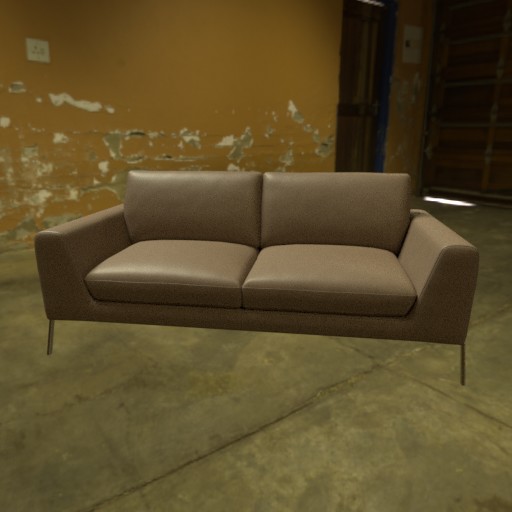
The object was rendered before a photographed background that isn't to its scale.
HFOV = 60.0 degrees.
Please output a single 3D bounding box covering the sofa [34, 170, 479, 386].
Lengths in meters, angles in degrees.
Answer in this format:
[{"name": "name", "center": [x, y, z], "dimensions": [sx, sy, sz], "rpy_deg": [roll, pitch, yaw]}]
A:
[{"name": "sofa", "center": [0.000, 0.000, 2.436], "dimensions": [2.017, 0.875, 0.953], "rpy_deg": [2, 15, 8]}]
